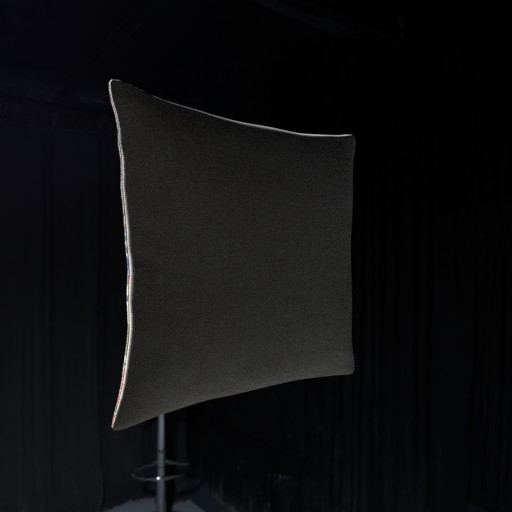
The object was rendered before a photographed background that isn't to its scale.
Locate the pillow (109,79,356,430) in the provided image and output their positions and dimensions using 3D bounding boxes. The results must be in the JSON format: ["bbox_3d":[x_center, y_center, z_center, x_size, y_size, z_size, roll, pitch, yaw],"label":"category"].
[{"bbox_3d":[0.000,0.000,0.790,0.523,0.506,0.166,0,1,-36],"label":"pillow"}]
